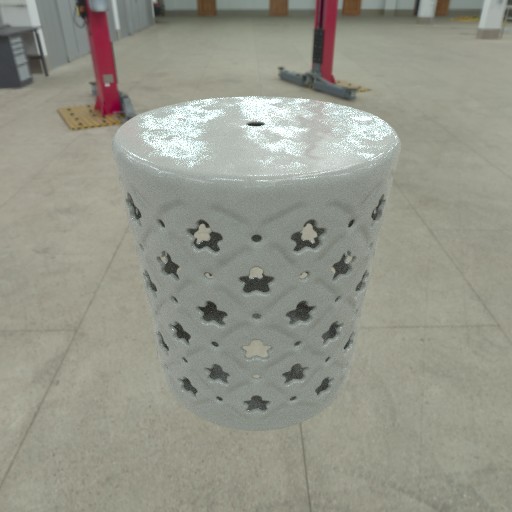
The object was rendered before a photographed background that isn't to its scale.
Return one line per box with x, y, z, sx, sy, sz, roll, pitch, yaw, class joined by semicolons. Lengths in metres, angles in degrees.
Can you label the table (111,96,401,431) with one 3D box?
0.000;0.000;0.652;0.352;0.387;0.352;0;32;0;table
